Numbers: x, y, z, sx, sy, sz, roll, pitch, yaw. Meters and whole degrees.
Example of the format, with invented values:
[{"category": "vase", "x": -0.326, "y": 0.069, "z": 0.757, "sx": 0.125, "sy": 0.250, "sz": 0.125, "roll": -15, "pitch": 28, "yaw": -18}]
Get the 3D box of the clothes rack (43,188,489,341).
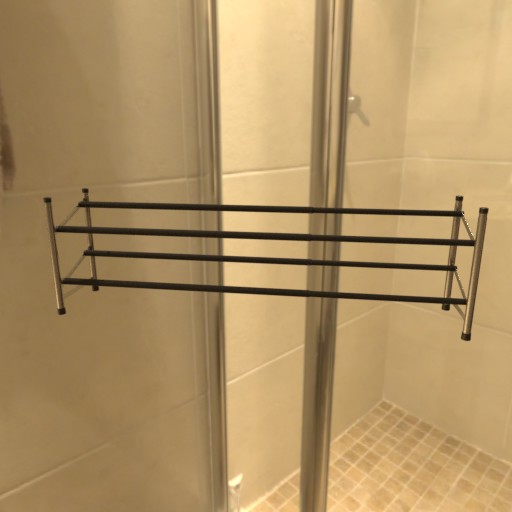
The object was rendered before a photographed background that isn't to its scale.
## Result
[{"category": "clothes rack", "x": 0.000, "y": 0.000, "z": 1.296, "sx": 1.168, "sy": 0.349, "sz": 0.229, "roll": 2, "pitch": 16, "yaw": 8}]
